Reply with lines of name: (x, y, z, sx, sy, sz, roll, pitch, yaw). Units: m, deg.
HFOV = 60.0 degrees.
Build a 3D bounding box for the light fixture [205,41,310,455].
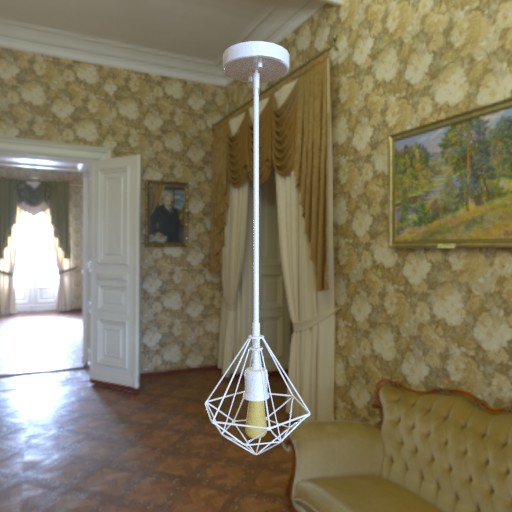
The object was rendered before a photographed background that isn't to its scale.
light fixture: (0.000, 0.000, 1.967, 0.487, 1.764, 0.431, 0, 0, 18)
